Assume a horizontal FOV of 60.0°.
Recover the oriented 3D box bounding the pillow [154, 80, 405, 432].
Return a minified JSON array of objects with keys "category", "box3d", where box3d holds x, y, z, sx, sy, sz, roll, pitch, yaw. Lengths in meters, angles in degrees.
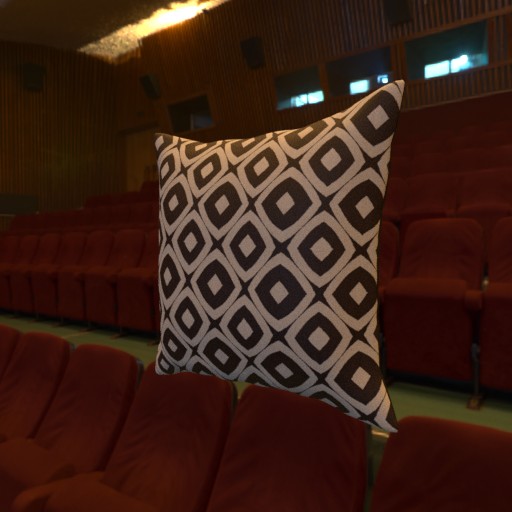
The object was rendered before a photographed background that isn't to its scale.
[{"category":"pillow","box3d":[0.000,0.000,0.764,0.504,0.494,0.188,1,2,35]}]
